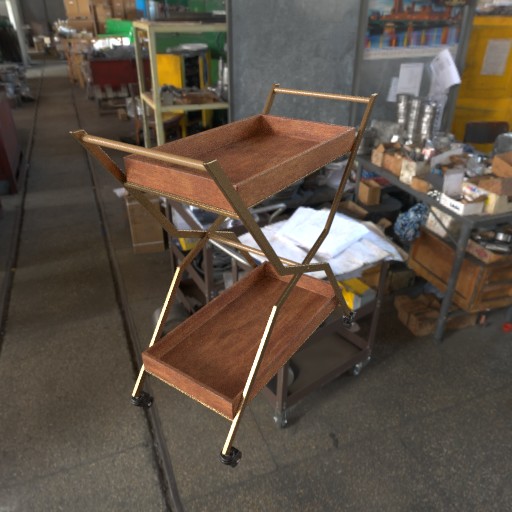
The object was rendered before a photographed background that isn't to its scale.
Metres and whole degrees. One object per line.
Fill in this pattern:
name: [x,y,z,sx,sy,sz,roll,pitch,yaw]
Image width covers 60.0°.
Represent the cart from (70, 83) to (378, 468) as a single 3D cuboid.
cart: [0.000,0.000,1.350,0.405,0.869,0.836,19,35,30]
